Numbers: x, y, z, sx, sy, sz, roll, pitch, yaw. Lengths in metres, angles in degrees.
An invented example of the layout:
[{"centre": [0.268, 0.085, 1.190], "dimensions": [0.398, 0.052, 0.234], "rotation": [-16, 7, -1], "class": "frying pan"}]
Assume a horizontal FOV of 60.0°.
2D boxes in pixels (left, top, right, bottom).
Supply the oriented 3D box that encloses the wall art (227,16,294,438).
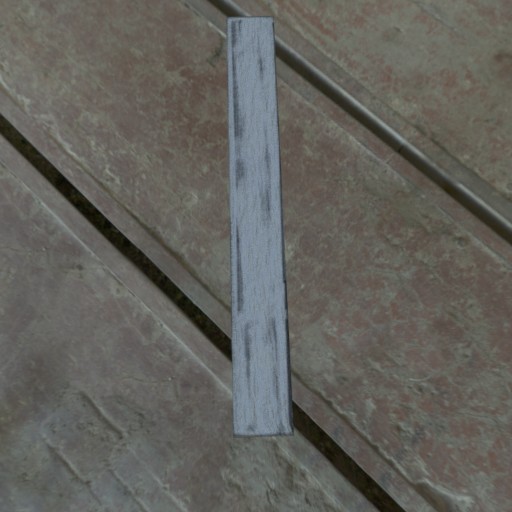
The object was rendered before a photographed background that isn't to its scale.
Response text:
[{"centre": [0.000, 0.000, 0.450], "dimensions": [0.036, 0.303, 0.303], "rotation": [-2, 75, 0], "class": "wall art"}]
